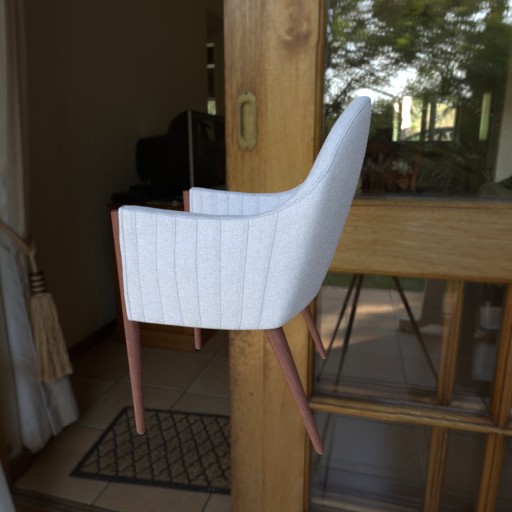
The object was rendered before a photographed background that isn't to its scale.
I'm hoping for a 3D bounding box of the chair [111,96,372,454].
[{"bbox_3d":[0.000,0.000,1.323,0.620,0.889,0.610,2,14,9],"label":"chair"}]
